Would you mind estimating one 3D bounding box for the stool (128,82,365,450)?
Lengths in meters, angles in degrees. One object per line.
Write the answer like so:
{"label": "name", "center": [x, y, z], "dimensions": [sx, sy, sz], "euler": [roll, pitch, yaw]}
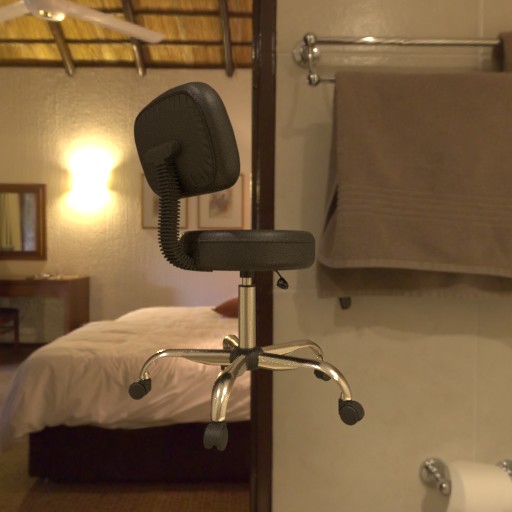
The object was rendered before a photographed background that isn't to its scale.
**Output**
{"label": "stool", "center": [0.000, 0.000, 1.338], "dimensions": [0.648, 0.862, 0.673], "euler": [-1, 2, -37]}
